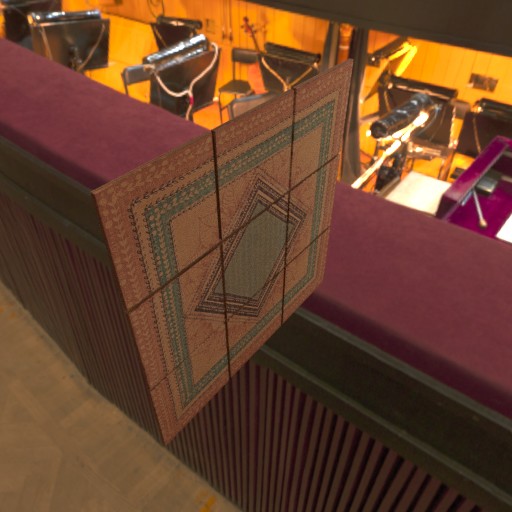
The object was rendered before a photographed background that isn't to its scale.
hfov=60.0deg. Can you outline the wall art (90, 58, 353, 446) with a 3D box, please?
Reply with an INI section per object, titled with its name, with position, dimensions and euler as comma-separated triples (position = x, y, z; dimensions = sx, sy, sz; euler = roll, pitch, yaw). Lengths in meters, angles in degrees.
[wall art]
position = 0.000, 0.000, 1.334
dimensions = 0.013, 0.914, 0.915
euler = 27, 48, 28
